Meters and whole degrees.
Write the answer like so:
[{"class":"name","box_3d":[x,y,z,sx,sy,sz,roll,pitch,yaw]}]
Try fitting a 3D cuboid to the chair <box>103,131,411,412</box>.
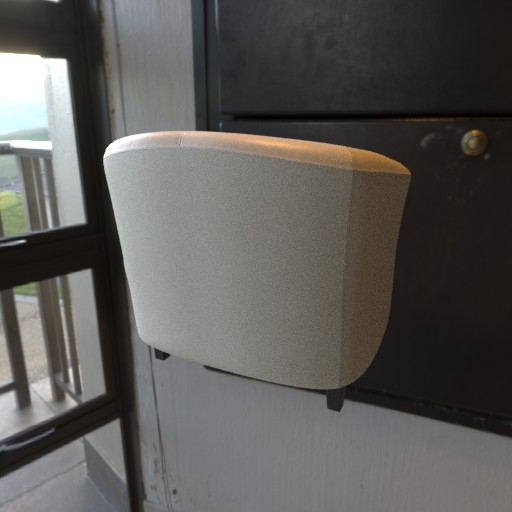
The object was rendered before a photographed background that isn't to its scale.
[{"class":"chair","box_3d":[0.000,0.000,1.371,0.792,0.756,0.727,8,19,26]}]
